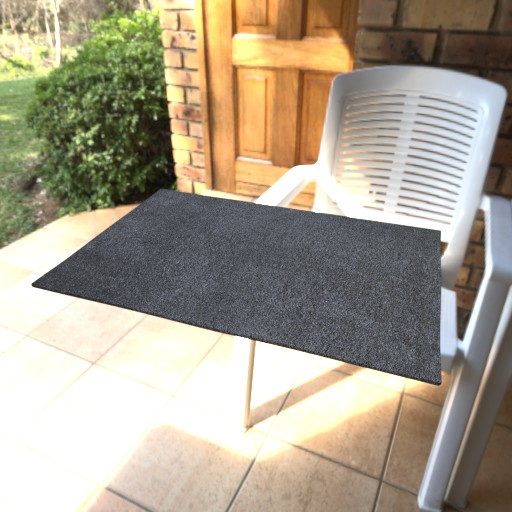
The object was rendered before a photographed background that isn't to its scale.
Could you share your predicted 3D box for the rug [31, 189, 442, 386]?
[{"bbox_3d":[0.000,0.000,3.431,2.699,0.026,1.802,10,33,17],"label":"rug"}]
